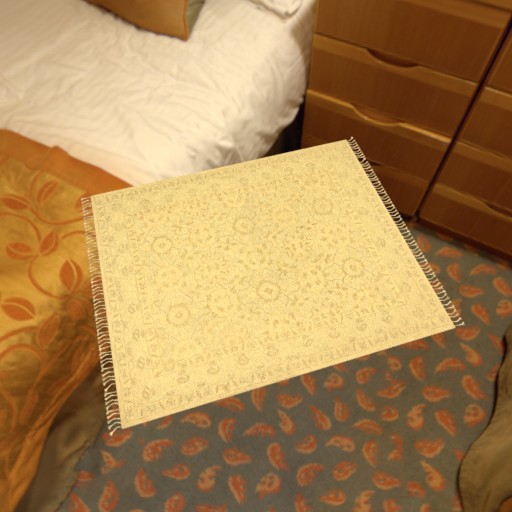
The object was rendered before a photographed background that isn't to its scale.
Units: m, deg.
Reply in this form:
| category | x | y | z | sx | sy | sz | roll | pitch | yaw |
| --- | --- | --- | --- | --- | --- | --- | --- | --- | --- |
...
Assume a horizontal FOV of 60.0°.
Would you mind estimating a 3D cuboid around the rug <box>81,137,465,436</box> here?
| category | x | y | z | sx | sy | sz | roll | pitch | yaw |
| --- | --- | --- | --- | --- | --- | --- | --- | --- | --- |
| rug | 0.000 | 0.000 | 4.185 | 3.043 | 0.013 | 2.444 | -14 | 59 | -9 |
